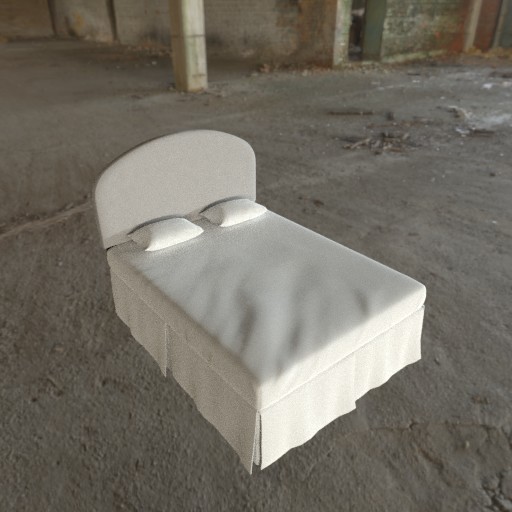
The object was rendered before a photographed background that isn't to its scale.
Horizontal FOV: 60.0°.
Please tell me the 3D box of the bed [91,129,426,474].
[{"bbox_3d":[0.000,0.000,3.186,1.607,1.410,2.005,-22,36,-33],"label":"bed"}]
